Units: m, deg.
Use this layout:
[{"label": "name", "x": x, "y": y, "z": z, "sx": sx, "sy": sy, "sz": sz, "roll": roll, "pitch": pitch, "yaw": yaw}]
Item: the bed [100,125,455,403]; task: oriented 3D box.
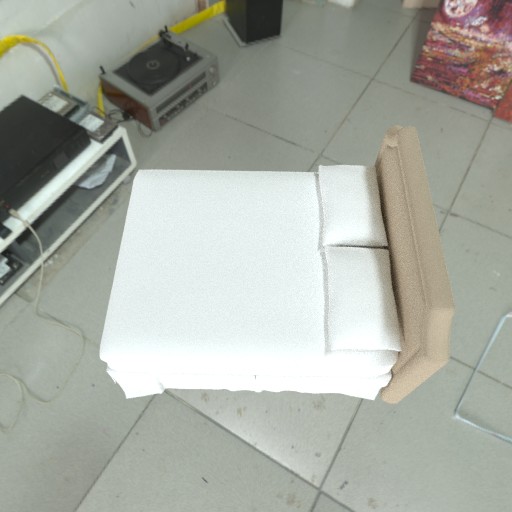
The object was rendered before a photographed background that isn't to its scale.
[{"label": "bed", "x": 0.000, "y": 0.000, "z": 3.281, "sx": 2.204, "sy": 1.301, "sz": 1.828, "roll": 1, "pitch": 60, "yaw": 1}]
